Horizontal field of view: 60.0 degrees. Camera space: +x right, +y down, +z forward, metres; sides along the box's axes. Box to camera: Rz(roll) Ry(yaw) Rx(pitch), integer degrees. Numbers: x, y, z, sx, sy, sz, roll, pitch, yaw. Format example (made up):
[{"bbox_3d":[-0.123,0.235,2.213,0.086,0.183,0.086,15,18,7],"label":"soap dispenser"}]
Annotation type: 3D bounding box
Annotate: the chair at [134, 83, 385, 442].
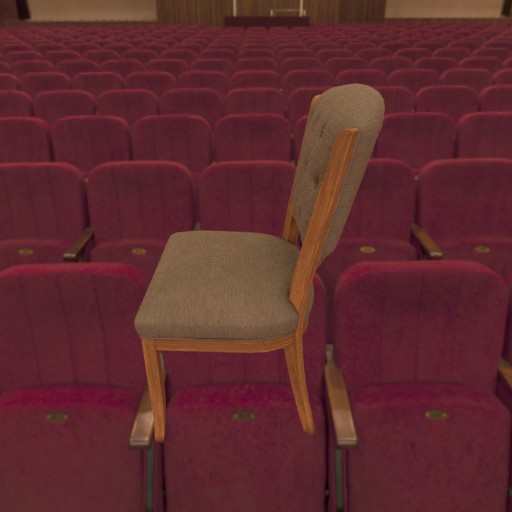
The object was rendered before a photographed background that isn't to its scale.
[{"bbox_3d":[0.000,0.000,1.254,0.584,0.905,0.513,0,27,0],"label":"chair"}]
